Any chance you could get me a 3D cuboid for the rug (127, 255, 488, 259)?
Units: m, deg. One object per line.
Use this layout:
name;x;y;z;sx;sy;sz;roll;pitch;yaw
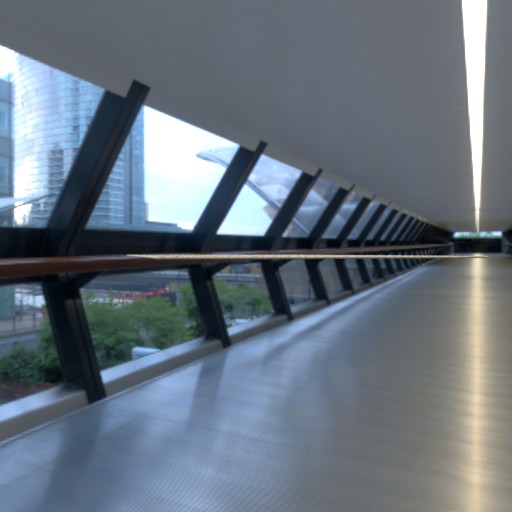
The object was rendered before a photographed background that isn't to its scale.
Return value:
rug;0.000;0.000;2.331;1.220;0.007;1.828;0;0;-19
